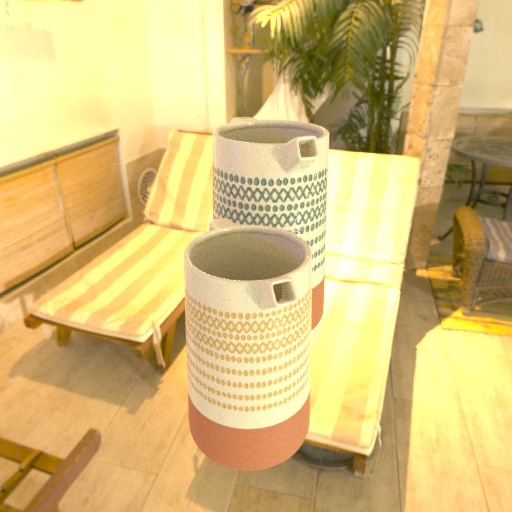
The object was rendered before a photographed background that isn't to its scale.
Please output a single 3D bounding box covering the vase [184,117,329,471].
[{"bbox_3d":[0.000,0.000,0.462,0.168,0.247,0.326,9,29,16],"label":"vase"}]
